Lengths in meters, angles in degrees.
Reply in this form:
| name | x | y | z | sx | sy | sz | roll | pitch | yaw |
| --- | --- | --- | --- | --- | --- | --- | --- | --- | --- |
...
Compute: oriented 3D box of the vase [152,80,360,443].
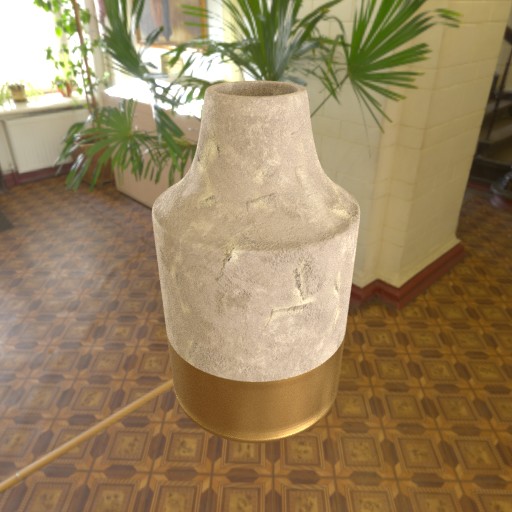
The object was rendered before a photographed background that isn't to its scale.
| name | x | y | z | sx | sy | sz | roll | pitch | yaw |
| --- | --- | --- | --- | --- | --- | --- | --- | --- | --- |
| vase | 0.000 | 0.000 | 0.424 | 0.184 | 0.305 | 0.184 | 0 | 30 | 0 |
